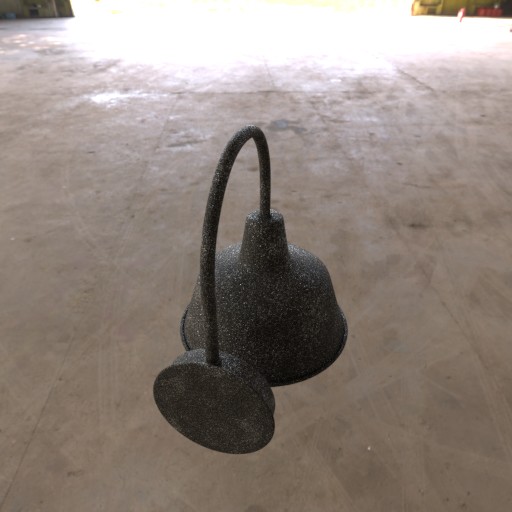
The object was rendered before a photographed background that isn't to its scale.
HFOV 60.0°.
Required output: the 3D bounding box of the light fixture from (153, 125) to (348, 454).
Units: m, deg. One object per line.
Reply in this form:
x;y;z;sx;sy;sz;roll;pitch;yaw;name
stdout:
0.000;0.000;0.484;0.216;0.300;0.283;10;34;14;light fixture
